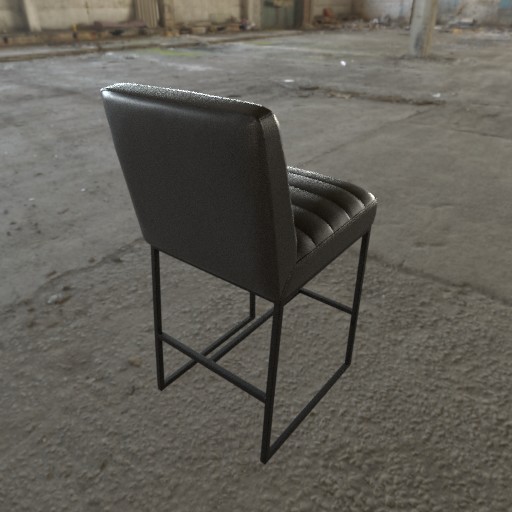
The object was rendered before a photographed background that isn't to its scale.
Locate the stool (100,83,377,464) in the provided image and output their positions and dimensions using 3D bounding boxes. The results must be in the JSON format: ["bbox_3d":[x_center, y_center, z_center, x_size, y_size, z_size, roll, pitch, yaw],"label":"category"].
[{"bbox_3d":[0.000,0.000,1.244,0.457,0.938,0.552,22,36,33],"label":"stool"}]
